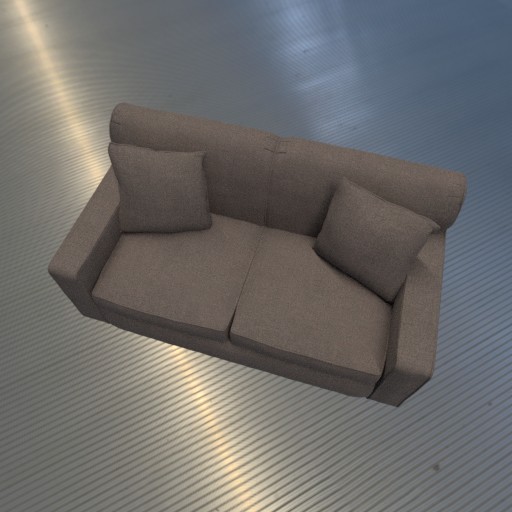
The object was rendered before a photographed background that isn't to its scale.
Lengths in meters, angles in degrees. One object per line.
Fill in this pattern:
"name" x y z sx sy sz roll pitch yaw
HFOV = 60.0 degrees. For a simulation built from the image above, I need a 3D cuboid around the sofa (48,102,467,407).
"sofa" 0.000 0.000 2.361 1.846 0.958 1.000 14 59 9
